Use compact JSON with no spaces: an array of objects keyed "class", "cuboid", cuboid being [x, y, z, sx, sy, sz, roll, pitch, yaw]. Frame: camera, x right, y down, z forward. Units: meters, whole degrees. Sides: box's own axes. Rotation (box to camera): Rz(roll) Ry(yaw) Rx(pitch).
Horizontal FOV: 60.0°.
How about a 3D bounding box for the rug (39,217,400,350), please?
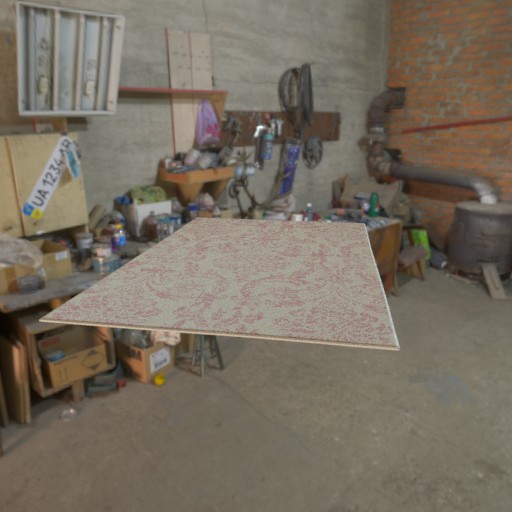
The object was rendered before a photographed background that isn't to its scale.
[{"class":"rug","cuboid":[0.000,0.000,2.317,1.219,0.012,1.839,3,17,10]}]
